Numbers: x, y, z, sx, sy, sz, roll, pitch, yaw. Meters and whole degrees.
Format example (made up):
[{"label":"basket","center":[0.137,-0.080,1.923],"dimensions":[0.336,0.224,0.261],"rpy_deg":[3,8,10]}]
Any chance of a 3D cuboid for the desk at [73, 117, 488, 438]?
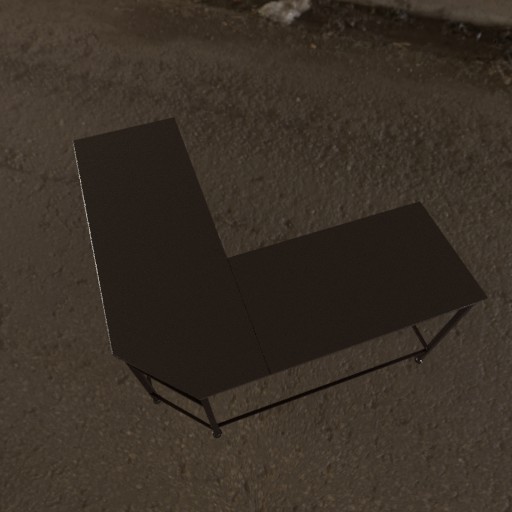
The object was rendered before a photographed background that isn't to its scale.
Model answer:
[{"label":"desk","center":[0.000,0.000,2.214],"dimensions":[1.379,0.739,1.379],"rpy_deg":[-17,59,-10]}]
